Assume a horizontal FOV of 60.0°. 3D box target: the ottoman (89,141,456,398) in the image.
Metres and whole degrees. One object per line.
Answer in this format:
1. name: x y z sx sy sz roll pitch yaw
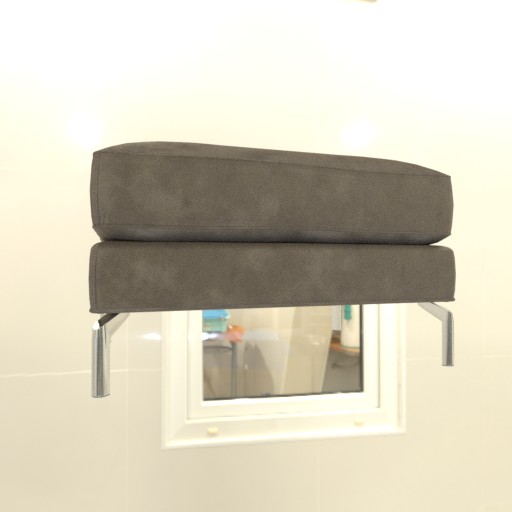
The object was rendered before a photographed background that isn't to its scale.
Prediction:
1. ottoman: 0.000 0.000 1.049 0.719 0.456 0.520 0 -1 -18
